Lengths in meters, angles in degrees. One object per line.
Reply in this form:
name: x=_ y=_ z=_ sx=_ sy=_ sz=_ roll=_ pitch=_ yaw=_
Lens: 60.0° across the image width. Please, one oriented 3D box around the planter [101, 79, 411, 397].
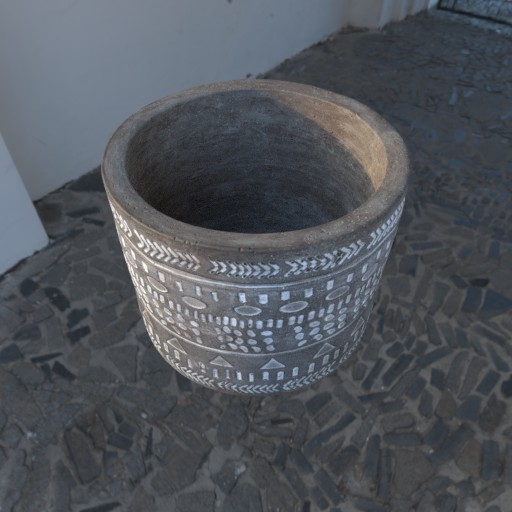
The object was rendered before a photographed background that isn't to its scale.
planter: x=0.000 y=0.000 z=0.222 sx=0.122 sy=0.128 sz=0.122 roll=0 pitch=46 yaw=0
